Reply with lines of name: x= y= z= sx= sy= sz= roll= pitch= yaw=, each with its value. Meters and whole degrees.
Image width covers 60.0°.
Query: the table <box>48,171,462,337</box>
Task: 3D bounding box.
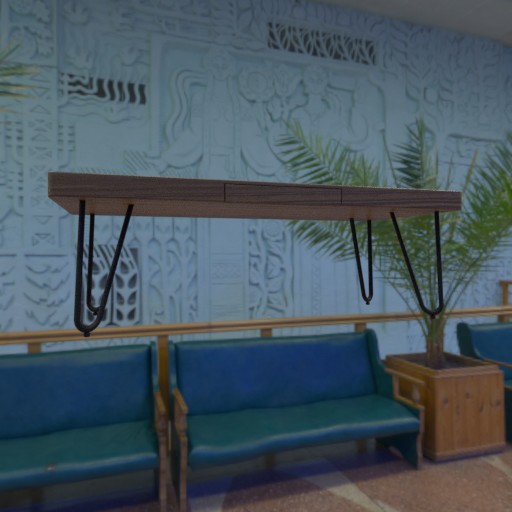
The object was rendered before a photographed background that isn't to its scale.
table: x=0.000 y=0.000 z=1.699 sx=1.375 sy=0.468 sz=0.637 roll=0 pitch=1 yaw=-17
